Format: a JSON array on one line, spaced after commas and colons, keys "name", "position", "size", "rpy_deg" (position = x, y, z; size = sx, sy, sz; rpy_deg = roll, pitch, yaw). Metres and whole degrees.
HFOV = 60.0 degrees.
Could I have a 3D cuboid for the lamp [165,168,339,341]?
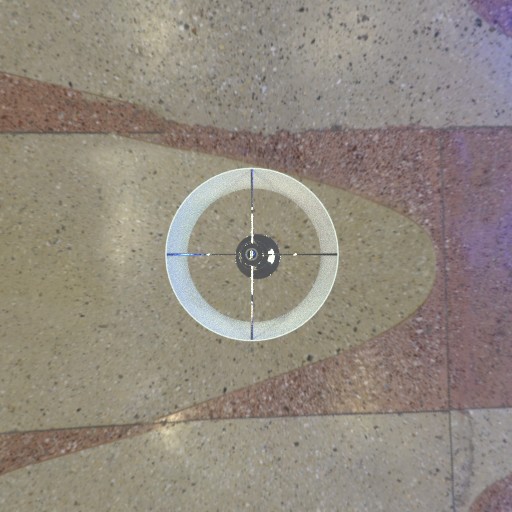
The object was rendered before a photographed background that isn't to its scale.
[{"name": "lamp", "position": [0.000, 0.000, 1.628], "size": [0.356, 1.487, 0.356], "rpy_deg": [0, 90, 1]}]
